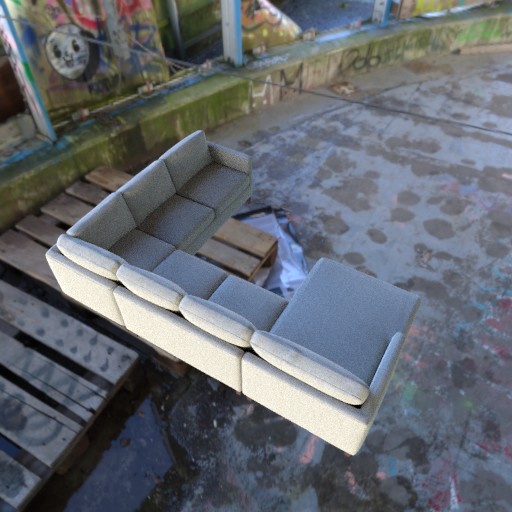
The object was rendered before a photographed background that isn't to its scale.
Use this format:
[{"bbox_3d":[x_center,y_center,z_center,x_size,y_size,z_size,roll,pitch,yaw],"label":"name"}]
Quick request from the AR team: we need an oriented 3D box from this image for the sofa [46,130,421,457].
[{"bbox_3d":[0.000,0.000,4.766,3.460,0.959,2.593,23,51,21],"label":"sofa"}]
